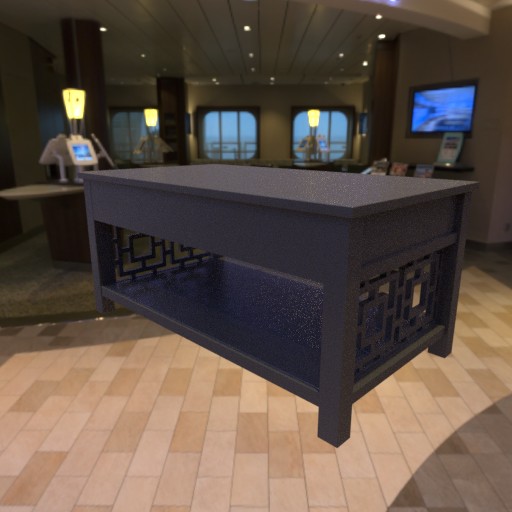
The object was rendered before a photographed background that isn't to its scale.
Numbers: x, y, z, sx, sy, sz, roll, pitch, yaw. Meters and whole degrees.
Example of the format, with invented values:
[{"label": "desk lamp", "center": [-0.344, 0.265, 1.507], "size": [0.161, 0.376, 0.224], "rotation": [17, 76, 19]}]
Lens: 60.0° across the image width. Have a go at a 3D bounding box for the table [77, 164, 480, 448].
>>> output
[{"label": "table", "center": [0.000, 0.000, 1.386], "size": [1.068, 0.493, 0.612], "rotation": [15, 21, 43]}]
